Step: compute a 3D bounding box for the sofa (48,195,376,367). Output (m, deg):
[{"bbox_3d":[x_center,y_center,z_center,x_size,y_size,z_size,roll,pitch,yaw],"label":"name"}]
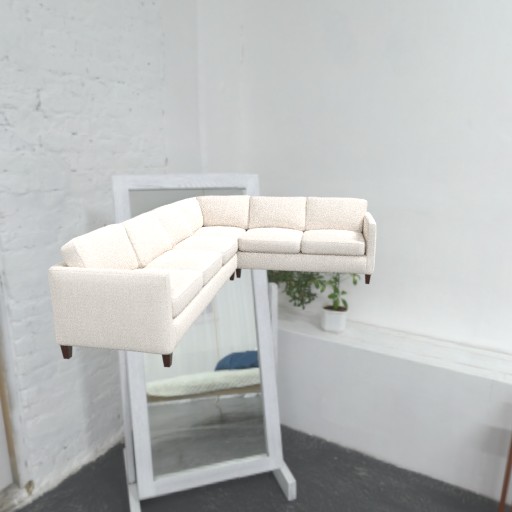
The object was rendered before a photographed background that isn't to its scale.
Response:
[{"bbox_3d":[0.000,0.000,4.599,2.593,0.947,3.302,2,14,9],"label":"sofa"}]
